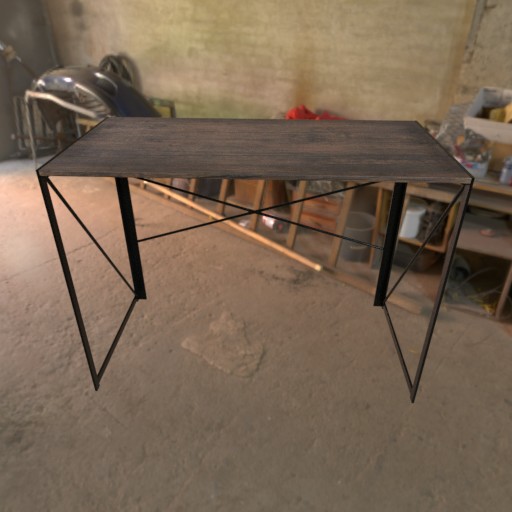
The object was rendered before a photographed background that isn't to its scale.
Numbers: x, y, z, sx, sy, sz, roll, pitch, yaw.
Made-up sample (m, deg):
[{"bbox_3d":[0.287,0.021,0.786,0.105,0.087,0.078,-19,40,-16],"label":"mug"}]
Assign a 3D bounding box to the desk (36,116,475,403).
[{"bbox_3d":[0.000,0.000,1.431,1.015,0.747,0.505,1,31,2],"label":"desk"}]
